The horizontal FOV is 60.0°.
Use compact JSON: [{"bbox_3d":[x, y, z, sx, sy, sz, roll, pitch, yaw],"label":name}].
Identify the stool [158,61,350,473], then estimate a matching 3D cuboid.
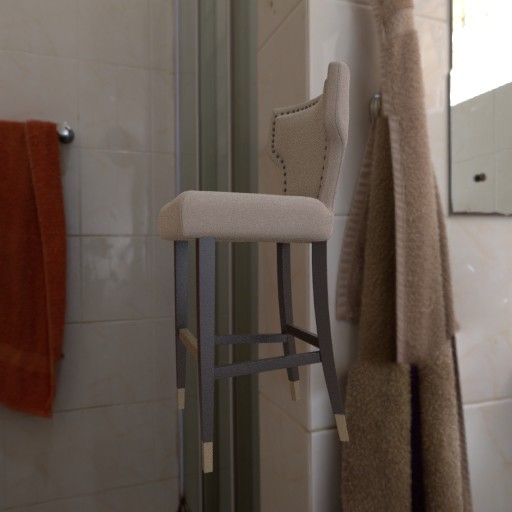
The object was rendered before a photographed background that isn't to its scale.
[{"bbox_3d":[0.000,0.000,1.409,0.563,1.092,0.526,0,1,-18],"label":"stool"}]
